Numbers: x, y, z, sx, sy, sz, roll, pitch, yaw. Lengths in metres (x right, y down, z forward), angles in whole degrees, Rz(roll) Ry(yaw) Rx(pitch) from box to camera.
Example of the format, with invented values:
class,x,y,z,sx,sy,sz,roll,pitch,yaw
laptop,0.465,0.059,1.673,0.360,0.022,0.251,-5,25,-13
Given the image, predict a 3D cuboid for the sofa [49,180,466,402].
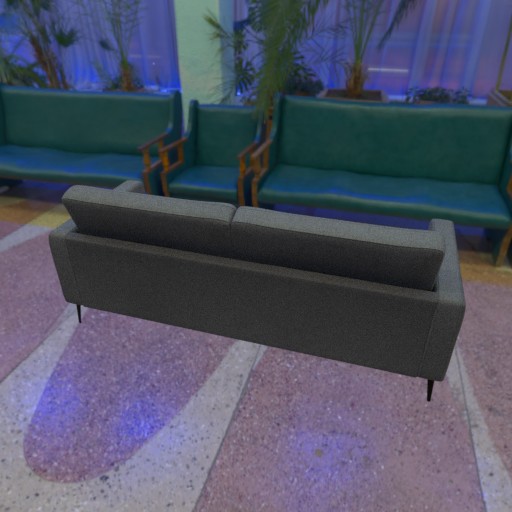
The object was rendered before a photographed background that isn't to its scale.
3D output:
class,x,y,z,sx,sy,sz,roll,pitch,yaw
sofa,0.000,0.000,2.323,1.925,0.828,0.774,9,33,15
